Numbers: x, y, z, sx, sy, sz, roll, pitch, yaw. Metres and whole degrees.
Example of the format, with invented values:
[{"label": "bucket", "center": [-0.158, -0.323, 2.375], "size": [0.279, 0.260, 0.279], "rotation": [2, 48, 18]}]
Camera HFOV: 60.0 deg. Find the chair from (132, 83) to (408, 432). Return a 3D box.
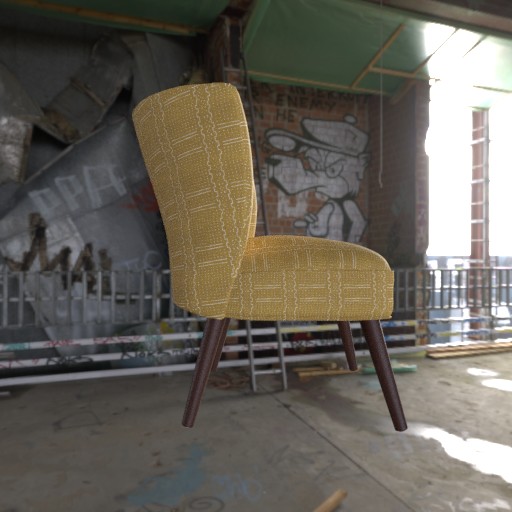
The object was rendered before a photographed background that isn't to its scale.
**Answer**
[{"label": "chair", "center": [0.000, 0.000, 1.397], "size": [0.758, 0.866, 0.706], "rotation": [0, 0, 1]}]
